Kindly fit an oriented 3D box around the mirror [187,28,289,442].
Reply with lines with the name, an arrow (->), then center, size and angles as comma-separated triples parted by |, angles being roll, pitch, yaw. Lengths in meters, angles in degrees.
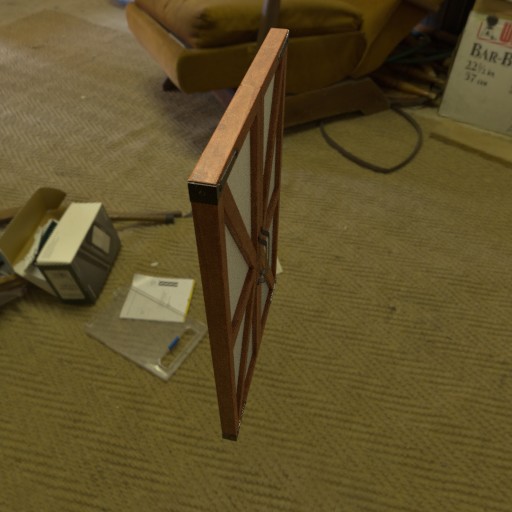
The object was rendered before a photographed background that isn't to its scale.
mirror -> 0.000, 0.000, 0.966 | 0.053, 0.761, 0.517 | 9, 47, 9
